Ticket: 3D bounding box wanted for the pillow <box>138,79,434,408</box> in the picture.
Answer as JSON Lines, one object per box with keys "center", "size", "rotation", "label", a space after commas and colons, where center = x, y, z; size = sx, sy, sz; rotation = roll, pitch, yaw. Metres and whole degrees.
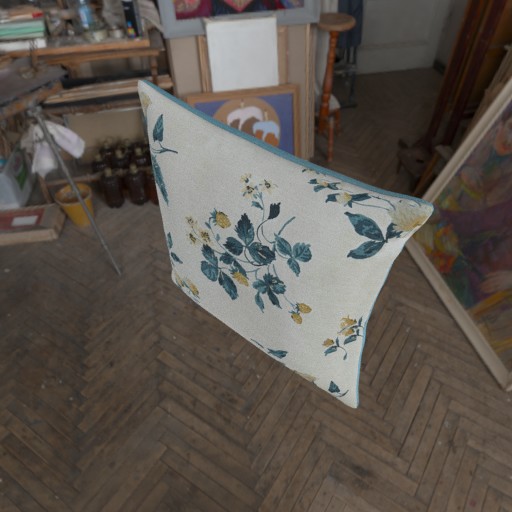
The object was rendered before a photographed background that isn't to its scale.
{"center": [0.000, 0.000, 0.807], "size": [0.526, 0.507, 0.166], "rotation": [31, 54, 26], "label": "pillow"}
